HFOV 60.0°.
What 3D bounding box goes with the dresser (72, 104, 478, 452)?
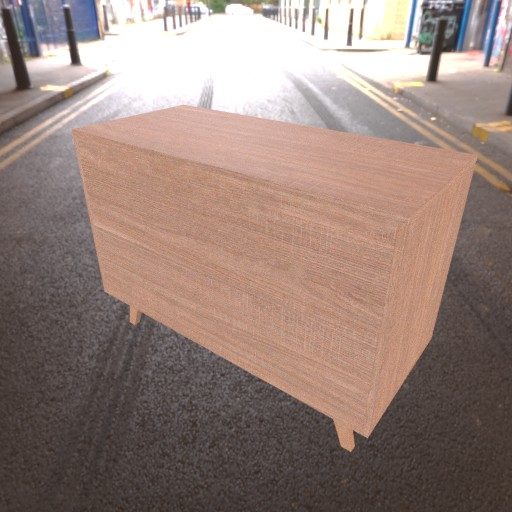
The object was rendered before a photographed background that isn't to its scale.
[{"bbox_3d":[0.000,0.000,1.497,1.110,0.780,0.500,21,36,32],"label":"dresser"}]
